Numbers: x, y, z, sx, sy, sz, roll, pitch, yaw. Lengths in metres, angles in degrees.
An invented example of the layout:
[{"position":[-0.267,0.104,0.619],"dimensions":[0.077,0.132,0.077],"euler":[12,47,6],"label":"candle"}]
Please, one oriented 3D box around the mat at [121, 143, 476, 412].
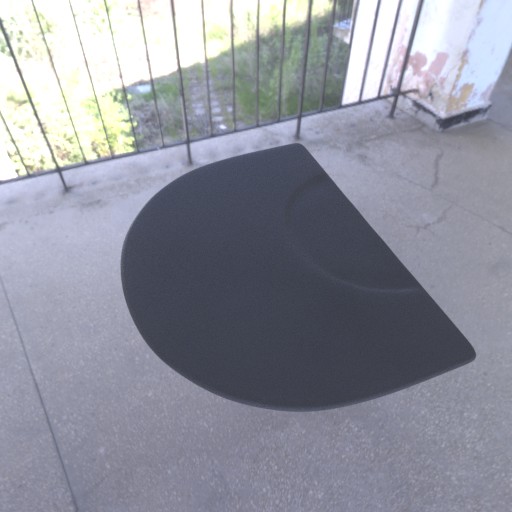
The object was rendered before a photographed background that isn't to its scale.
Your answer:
[{"position":[0.000,0.000,1.545],"dimensions":[0.917,0.016,1.220],"euler":[-16,48,-15],"label":"mat"}]
